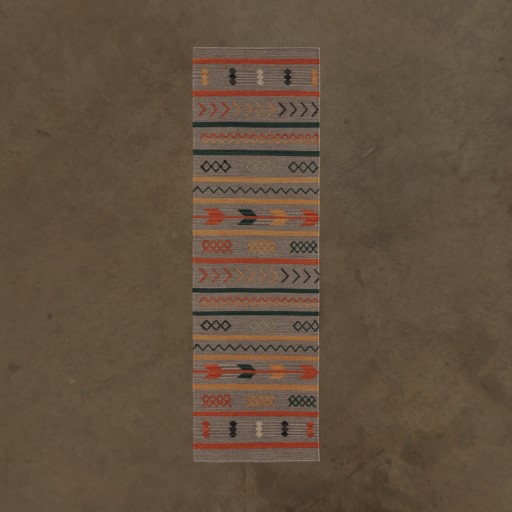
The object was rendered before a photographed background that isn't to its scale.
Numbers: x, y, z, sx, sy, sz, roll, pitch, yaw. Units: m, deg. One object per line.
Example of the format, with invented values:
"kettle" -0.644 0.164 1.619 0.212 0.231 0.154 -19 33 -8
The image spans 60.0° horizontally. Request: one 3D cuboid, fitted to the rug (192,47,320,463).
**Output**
"rug" 0.000 0.000 2.582 0.744 0.022 2.419 0 91 -1
